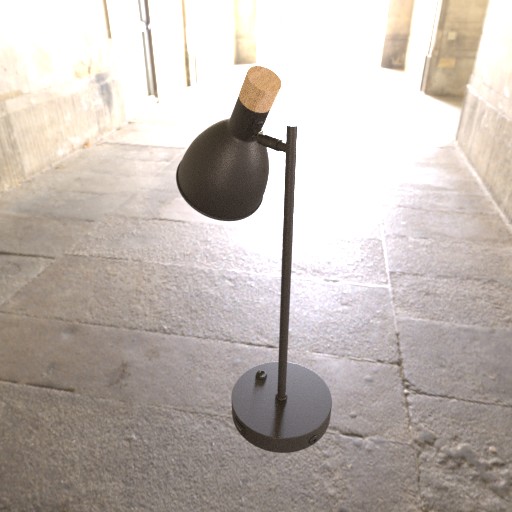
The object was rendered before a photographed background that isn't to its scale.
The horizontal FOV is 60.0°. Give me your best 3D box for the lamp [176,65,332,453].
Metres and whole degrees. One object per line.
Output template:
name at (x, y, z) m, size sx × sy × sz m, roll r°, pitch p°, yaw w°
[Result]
lamp at (0.000, 0.000, 0.608) m, size 0.152 × 0.483 × 0.287 m, roll -19°, pitch 34°, yaw -30°
